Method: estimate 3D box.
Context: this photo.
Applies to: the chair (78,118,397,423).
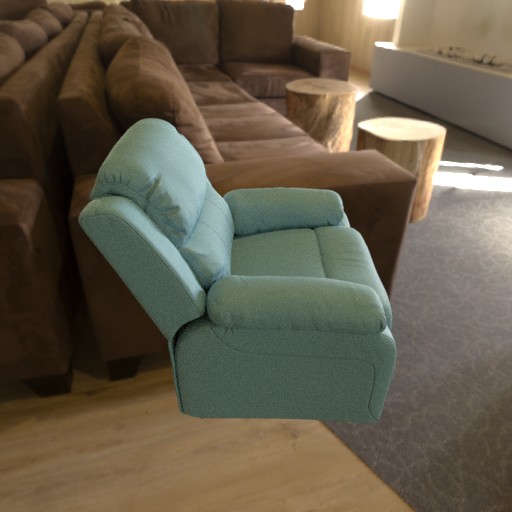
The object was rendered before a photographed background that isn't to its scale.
[{"bbox_3d":[0.000,0.000,1.245,0.709,0.702,0.680,0,32,0],"label":"chair"}]
